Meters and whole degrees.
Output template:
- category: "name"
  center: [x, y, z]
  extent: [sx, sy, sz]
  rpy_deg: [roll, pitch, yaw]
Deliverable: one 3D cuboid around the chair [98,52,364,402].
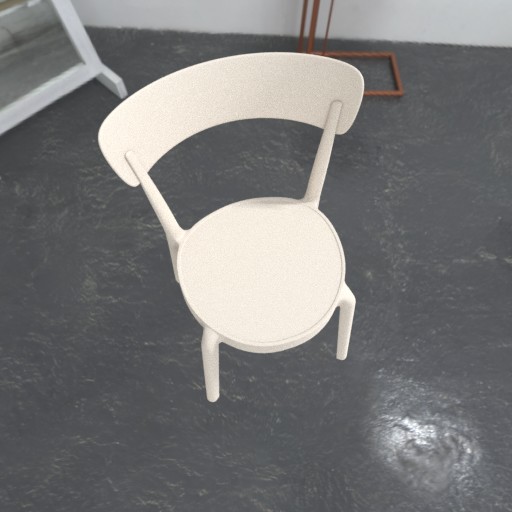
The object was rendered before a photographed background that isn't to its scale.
- category: "chair"
  center: [0.000, 0.000, 1.104]
  extent: [0.506, 0.790, 0.491]
  rpy_deg: [-16, 65, -8]
